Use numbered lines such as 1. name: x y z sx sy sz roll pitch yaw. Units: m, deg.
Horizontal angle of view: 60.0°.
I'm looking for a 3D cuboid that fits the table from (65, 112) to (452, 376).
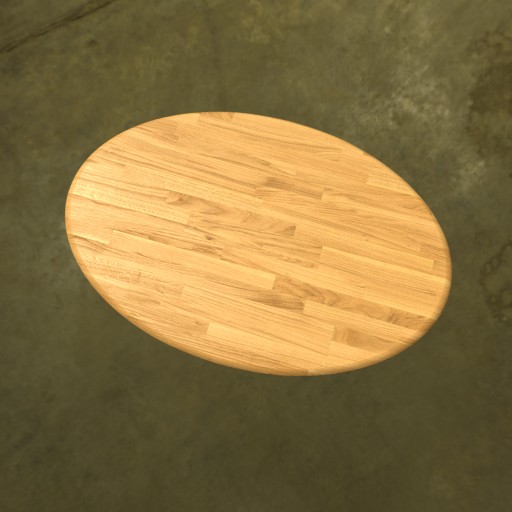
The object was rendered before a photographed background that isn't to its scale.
1. table: 0.000 0.000 1.385 1.040 0.490 0.690 15 75 4
